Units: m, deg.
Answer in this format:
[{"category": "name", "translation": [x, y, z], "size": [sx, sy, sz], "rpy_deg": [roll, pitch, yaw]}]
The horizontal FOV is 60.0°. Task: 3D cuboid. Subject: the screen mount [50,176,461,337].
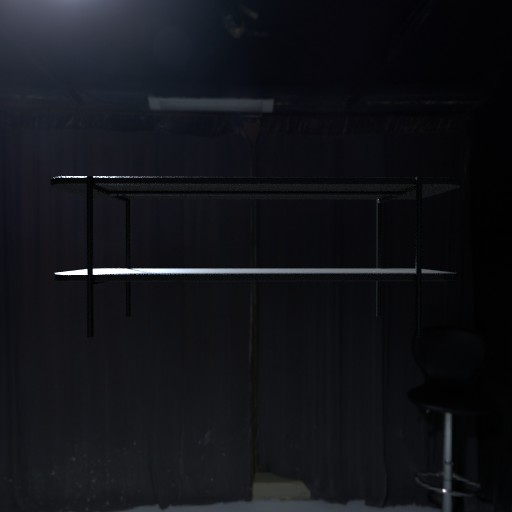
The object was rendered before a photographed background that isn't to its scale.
[{"category": "screen mount", "translation": [0.000, 0.000, 1.430], "size": [1.200, 0.447, 0.400], "rpy_deg": [0, 1, -1]}]
